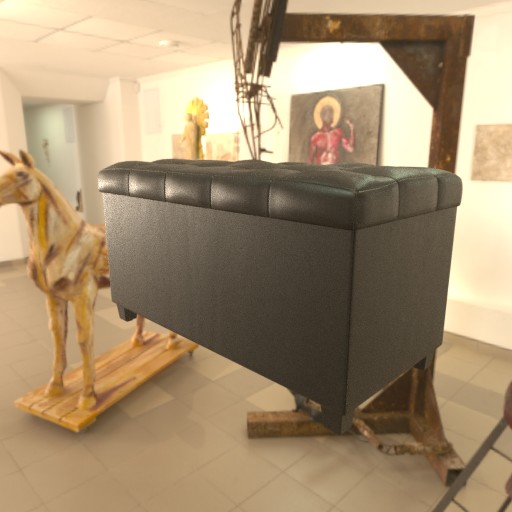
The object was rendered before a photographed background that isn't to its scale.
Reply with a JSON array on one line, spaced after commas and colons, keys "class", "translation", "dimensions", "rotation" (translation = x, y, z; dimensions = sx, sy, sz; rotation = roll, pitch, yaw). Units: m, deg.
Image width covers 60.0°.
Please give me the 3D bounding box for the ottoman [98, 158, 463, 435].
[{"class": "ottoman", "translation": [0.000, 0.000, 1.125], "dimensions": [0.838, 0.470, 0.432], "rotation": [14, 19, 43]}]
